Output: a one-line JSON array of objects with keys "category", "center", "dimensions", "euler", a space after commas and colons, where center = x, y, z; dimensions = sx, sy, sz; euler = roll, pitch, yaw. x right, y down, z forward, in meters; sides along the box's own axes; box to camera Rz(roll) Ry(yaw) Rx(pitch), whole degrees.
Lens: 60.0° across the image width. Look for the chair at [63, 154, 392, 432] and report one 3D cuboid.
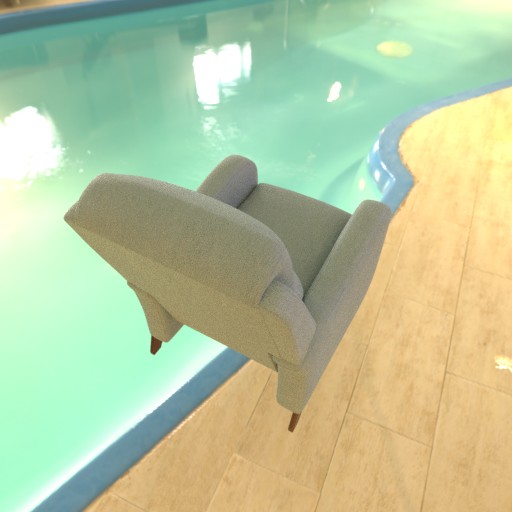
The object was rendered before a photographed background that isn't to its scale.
[{"category": "chair", "center": [0.000, 0.000, 1.716], "dimensions": [0.785, 1.067, 0.988], "euler": [23, 50, 20]}]
